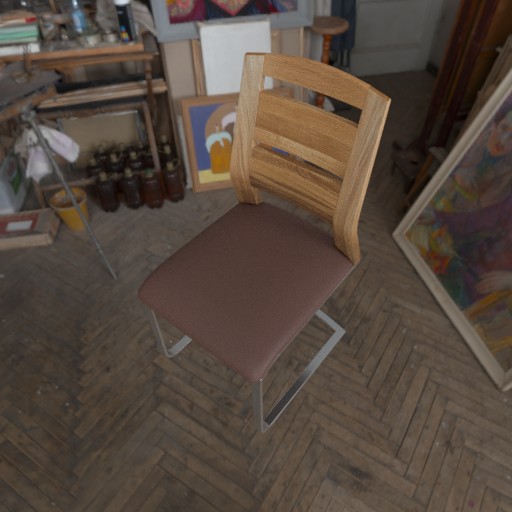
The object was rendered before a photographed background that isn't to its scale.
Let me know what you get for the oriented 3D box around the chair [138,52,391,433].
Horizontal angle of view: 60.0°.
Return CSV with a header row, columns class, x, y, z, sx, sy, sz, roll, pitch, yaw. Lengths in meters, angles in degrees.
class,x,y,z,sx,sy,sz,roll,pitch,yaw
chair,0.000,0.000,1.296,0.460,0.970,0.570,30,53,26
